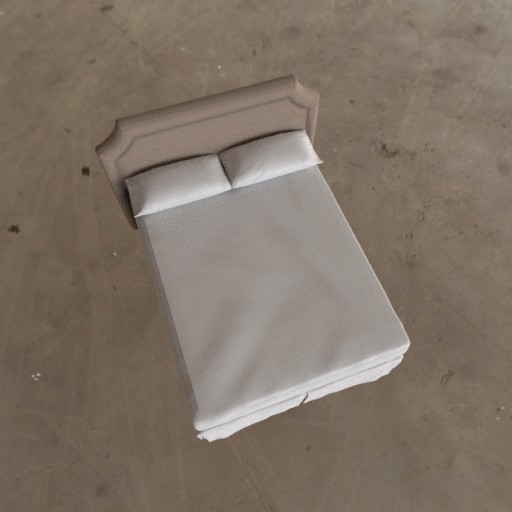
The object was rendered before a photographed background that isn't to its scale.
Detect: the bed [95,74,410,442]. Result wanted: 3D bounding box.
[{"bbox_3d":[0.000,0.000,3.386,1.828,1.303,2.164,-18,64,-9],"label":"bed"}]
